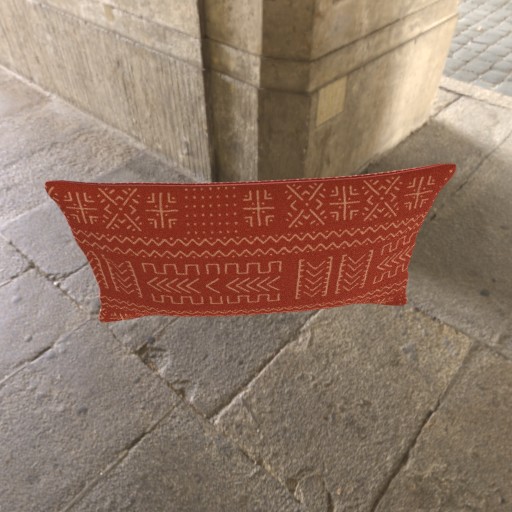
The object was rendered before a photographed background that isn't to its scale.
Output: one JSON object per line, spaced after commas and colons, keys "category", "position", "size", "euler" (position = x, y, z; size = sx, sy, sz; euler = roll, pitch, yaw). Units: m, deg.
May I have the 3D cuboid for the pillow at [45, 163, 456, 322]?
{"category": "pillow", "position": [0.000, 0.000, 0.792], "size": [0.640, 0.352, 0.130], "euler": [-3, 46, -3]}
